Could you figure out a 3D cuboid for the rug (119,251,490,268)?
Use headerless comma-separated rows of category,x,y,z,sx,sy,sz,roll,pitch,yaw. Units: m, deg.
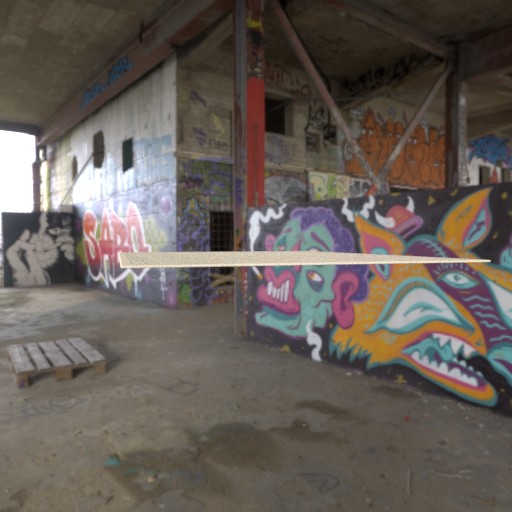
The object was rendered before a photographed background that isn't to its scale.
rug,0.000,0.000,4.140,2.441,0.015,3.050,-1,2,-17
